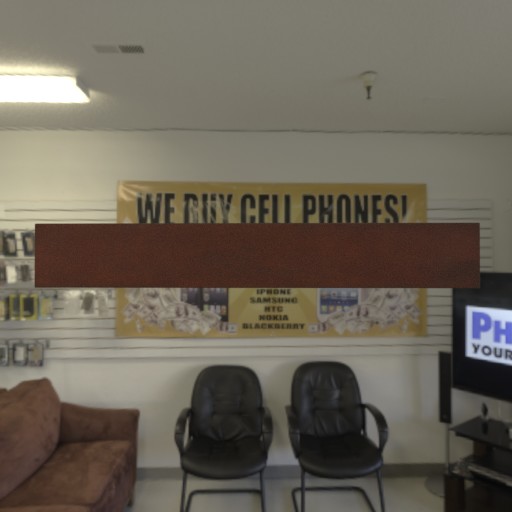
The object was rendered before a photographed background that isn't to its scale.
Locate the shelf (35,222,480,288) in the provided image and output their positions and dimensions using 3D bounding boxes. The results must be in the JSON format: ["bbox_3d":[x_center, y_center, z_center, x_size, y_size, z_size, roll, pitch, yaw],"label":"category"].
[{"bbox_3d":[0.000,0.000,0.679,0.607,0.088,0.152,0,-1,1],"label":"shelf"}]
